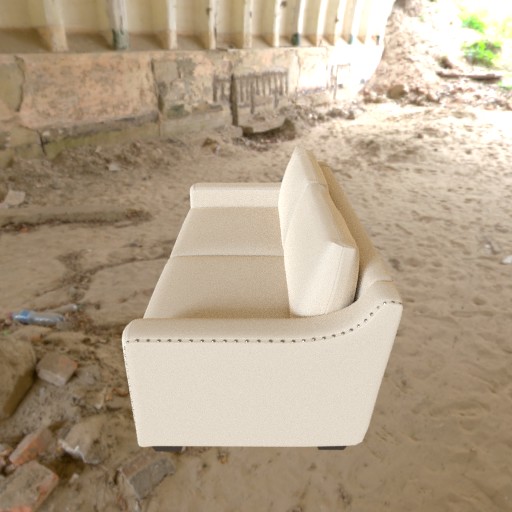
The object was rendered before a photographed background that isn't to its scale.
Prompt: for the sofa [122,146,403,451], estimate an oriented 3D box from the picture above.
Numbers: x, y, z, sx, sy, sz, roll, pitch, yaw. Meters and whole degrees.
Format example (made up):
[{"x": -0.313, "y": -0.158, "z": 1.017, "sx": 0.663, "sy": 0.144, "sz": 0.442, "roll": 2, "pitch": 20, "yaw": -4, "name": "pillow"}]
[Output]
[{"x": 0.000, "y": 0.000, "z": 2.322, "sx": 0.949, "sy": 0.830, "sz": 1.812, "roll": 0, "pitch": 26, "yaw": 0, "name": "sofa"}]
